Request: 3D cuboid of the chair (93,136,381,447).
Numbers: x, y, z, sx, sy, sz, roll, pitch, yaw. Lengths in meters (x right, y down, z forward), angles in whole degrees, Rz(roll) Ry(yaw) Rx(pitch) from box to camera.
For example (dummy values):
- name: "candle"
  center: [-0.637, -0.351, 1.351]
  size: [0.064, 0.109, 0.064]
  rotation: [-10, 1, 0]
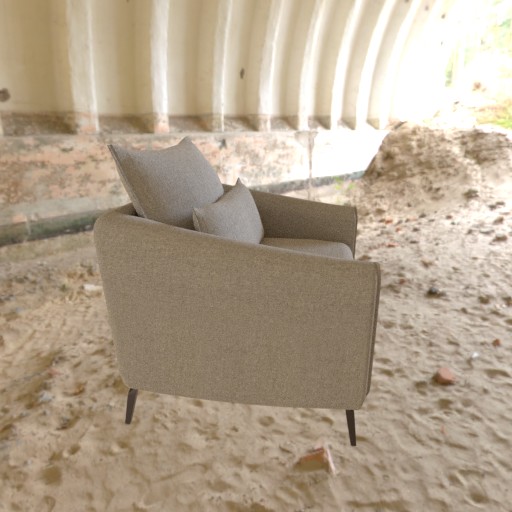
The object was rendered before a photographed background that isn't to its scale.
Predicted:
- name: "chair"
  center: [0.000, 0.000, 1.668]
  size: [0.801, 0.856, 1.029]
  rotation: [2, 17, 8]
